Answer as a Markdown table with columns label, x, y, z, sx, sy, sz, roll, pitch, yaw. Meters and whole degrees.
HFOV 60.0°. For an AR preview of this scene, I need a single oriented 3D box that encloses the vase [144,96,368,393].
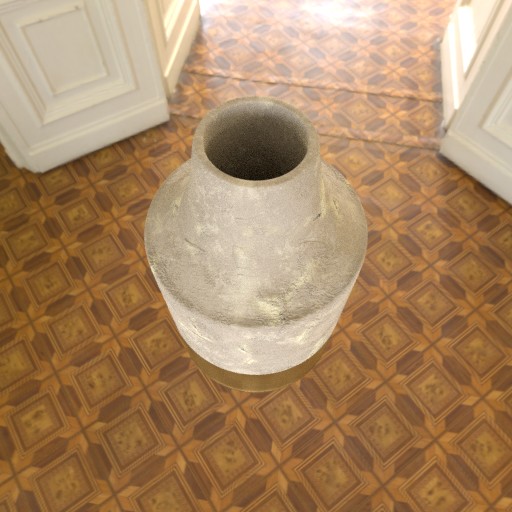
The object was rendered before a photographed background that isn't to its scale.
| label | x | y | z | sx | sy | sz | roll | pitch | yaw |
| --- | --- | --- | --- | --- | --- | --- | --- | --- | --- |
| vase | 0.000 | 0.000 | 0.412 | 0.184 | 0.305 | 0.184 | 0 | 61 | 0 |
